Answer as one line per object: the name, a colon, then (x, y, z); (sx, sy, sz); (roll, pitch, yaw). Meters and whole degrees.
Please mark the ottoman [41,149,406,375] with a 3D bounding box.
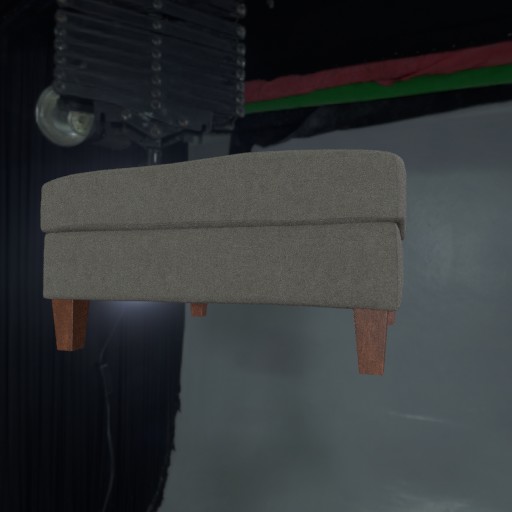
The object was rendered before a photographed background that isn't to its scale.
ottoman: (0.000, 0.000, 1.370); (0.881, 0.482, 0.861); (0, -1, 19)
